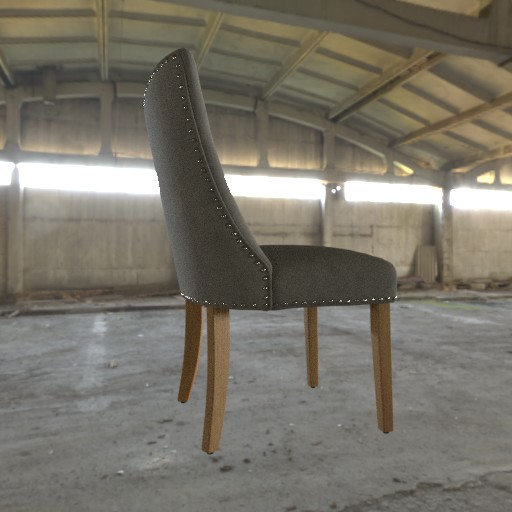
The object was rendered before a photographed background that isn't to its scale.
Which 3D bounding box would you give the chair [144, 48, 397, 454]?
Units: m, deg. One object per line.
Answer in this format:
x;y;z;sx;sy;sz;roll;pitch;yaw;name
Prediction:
0.000;0.000;1.245;0.610;0.902;0.495;0;-1;-18;chair
